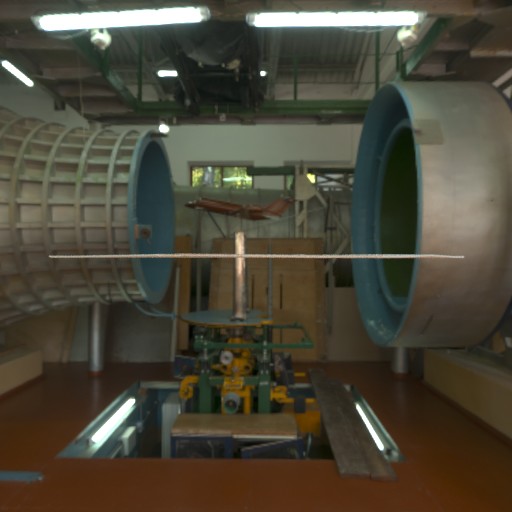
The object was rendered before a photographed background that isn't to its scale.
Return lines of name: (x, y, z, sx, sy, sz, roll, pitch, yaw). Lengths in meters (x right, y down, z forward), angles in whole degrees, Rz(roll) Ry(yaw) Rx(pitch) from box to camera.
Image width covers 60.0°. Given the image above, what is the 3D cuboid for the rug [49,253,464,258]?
rug: (0.000, 0.000, 2.970, 2.305, 0.029, 1.593, 0, 0, 35)
